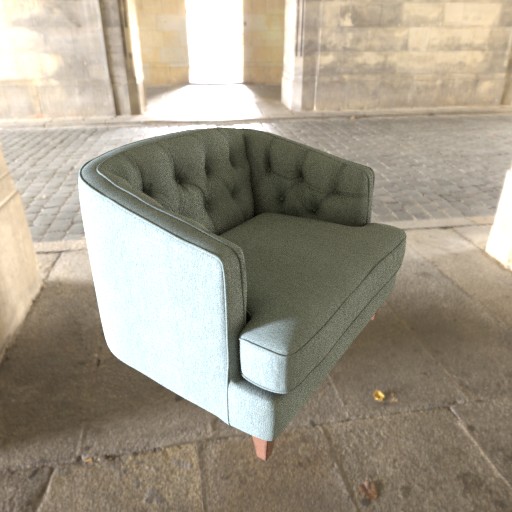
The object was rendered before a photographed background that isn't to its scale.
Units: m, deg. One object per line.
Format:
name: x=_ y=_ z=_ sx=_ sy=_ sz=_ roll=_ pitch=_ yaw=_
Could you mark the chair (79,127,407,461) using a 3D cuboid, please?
chair: x=0.000 y=0.000 z=1.764 sx=0.945 sy=0.852 sz=1.094 roll=17 pitch=31 yaw=30
